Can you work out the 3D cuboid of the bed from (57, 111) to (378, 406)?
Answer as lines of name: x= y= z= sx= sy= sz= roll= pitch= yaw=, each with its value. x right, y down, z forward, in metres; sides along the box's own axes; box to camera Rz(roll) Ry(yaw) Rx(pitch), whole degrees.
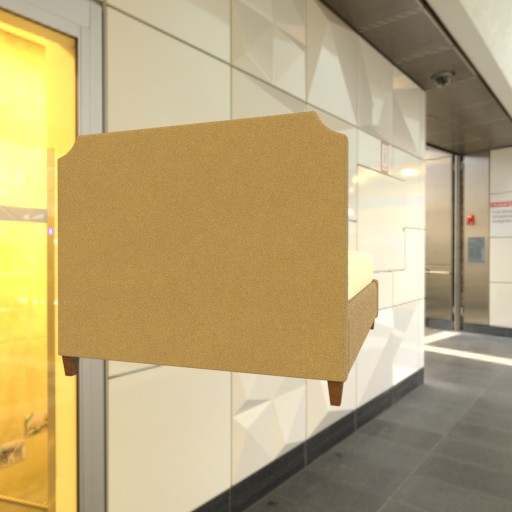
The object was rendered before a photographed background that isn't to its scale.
bed: x=0.000 y=0.000 z=3.444 sx=1.703 sy=1.415 sz=2.329 roll=0 pitch=1 yaw=19
